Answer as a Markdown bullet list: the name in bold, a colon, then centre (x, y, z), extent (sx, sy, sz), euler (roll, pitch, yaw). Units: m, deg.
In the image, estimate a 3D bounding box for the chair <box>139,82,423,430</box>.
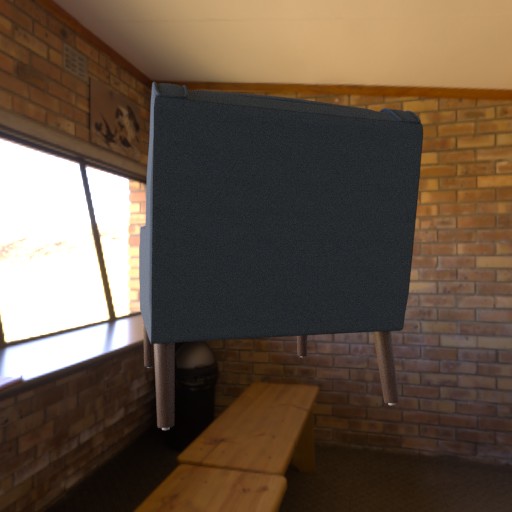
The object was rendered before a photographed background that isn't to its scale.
- **chair**: centre (0.000, 0.000, 1.337), extent (0.663, 0.780, 0.733), euler (0, 0, -17)
